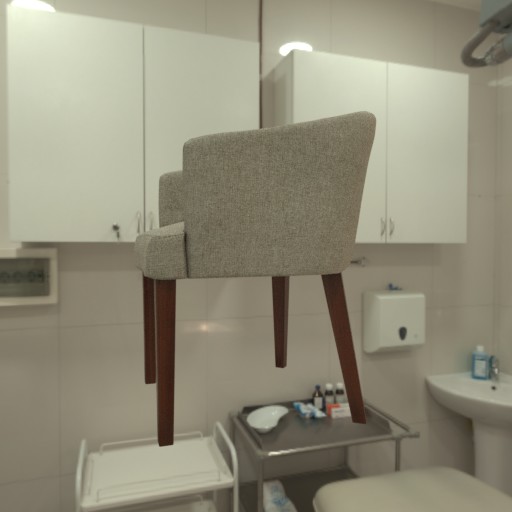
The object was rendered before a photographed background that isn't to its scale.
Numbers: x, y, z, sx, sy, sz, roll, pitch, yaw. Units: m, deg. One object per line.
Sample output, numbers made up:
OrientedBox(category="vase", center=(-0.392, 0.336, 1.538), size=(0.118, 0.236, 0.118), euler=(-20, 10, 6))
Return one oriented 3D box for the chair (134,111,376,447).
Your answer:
OrientedBox(category="chair", center=(0.000, 0.000, 1.268), size=(0.655, 0.811, 0.583), euler=(0, 2, -18))
